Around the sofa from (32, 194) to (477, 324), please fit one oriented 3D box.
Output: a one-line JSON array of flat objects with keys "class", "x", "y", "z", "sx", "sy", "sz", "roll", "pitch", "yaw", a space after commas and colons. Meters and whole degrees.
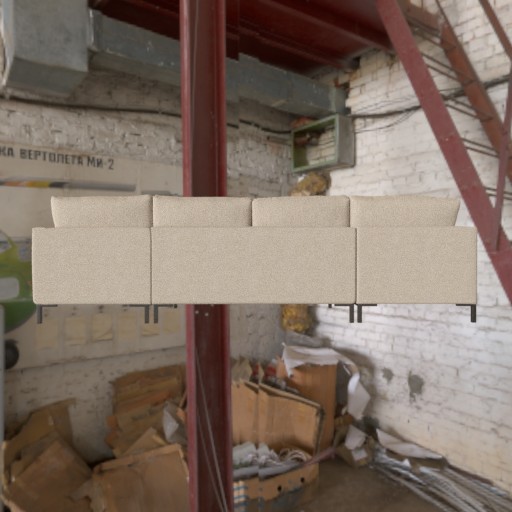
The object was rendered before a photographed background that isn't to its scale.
[{"class": "sofa", "x": 0.000, "y": 0.000, "z": 3.862, "sx": 2.984, "sy": 0.862, "sz": 1.989, "roll": 0, "pitch": 0, "yaw": -1}]
